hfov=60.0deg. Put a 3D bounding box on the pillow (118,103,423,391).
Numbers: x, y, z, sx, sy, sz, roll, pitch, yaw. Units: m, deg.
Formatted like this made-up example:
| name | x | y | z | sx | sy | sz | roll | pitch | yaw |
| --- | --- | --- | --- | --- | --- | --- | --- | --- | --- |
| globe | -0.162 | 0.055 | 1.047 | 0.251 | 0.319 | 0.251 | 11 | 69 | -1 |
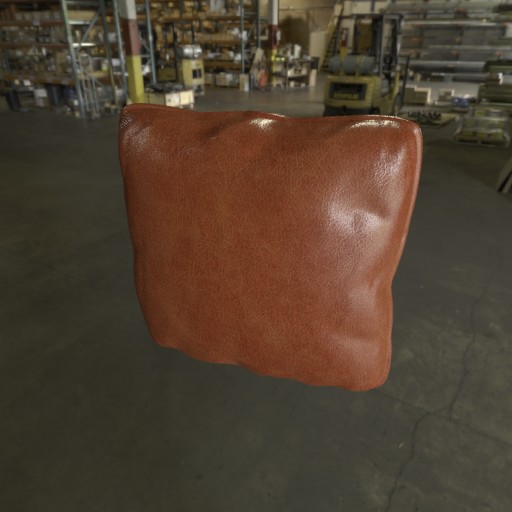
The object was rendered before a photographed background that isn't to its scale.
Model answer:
| name | x | y | z | sx | sy | sz | roll | pitch | yaw |
| --- | --- | --- | --- | --- | --- | --- | --- | --- | --- |
| pillow | 0.000 | 0.000 | 0.824 | 0.532 | 0.523 | 0.236 | 9 | 28 | 17 |
